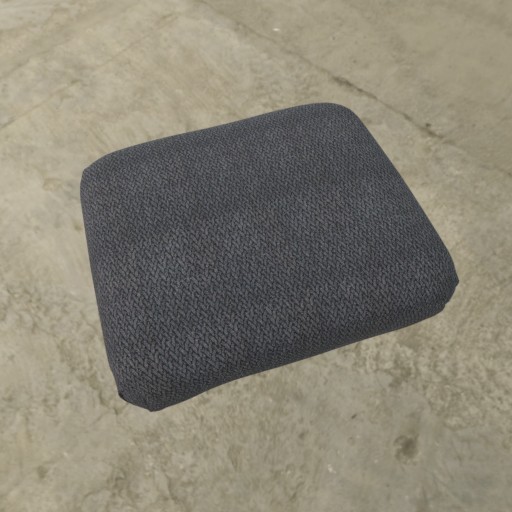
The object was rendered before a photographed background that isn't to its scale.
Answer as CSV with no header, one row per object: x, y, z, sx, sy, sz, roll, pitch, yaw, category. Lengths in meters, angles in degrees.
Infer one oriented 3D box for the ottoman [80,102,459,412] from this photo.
0.000,0.000,1.117,0.747,0.450,0.622,-16,60,-10,ottoman
